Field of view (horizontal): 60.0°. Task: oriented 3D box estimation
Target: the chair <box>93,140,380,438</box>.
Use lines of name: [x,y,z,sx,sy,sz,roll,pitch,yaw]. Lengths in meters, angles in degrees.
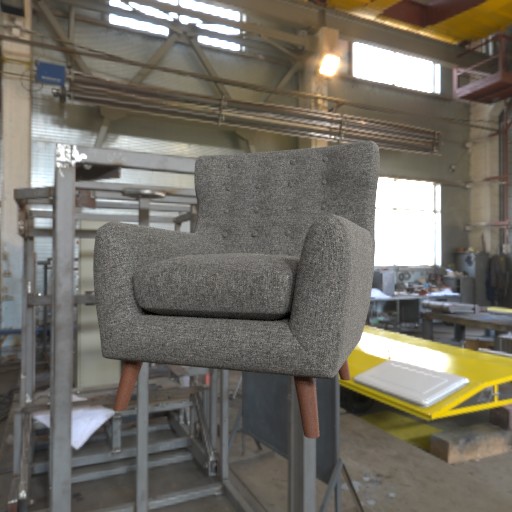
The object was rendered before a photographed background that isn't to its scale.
chair: [0.000,0.000,1.751,0.889,1.039,0.940,0,-1,20]
